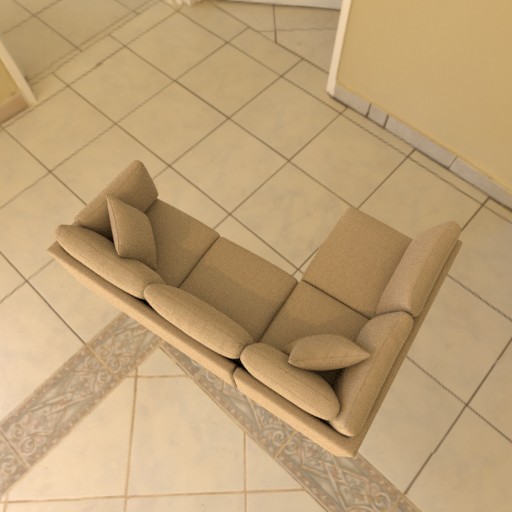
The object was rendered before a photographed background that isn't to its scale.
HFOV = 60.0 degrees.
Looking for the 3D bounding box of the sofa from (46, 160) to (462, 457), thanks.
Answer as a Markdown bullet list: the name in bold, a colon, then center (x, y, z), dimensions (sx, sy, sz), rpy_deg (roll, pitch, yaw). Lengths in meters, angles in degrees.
- **sofa**: center (0.000, 0.000, 3.888), dimensions (2.896, 0.978, 1.994), rpy_deg (30, 68, 14)
